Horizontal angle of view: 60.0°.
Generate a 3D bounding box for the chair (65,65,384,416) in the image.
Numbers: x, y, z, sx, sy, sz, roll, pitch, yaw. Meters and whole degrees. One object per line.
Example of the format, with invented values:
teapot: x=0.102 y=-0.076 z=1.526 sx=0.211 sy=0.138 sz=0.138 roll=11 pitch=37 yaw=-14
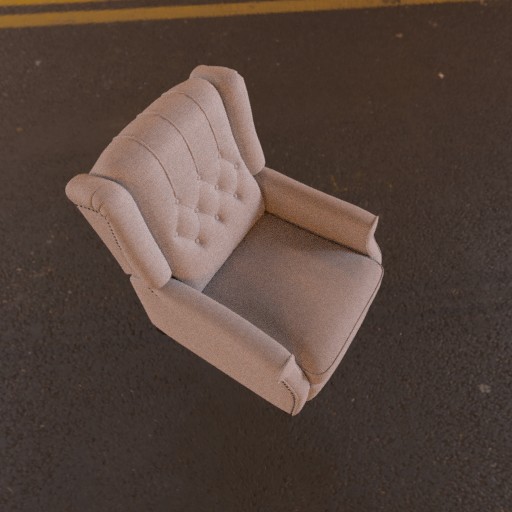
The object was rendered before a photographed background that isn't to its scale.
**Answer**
chair: x=0.000 y=0.000 z=1.666 sx=0.902 sy=1.035 sz=0.742 roll=29 pitch=63 yaw=16
